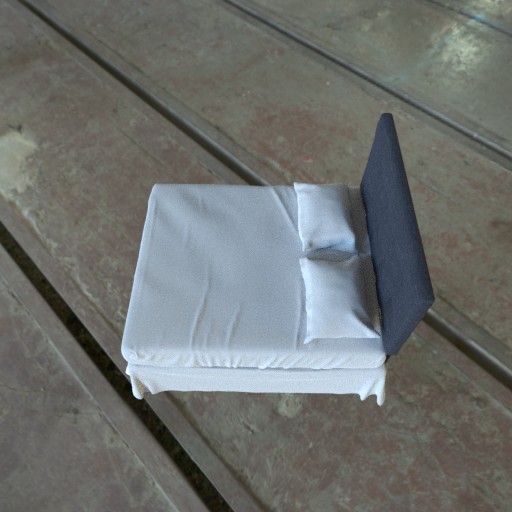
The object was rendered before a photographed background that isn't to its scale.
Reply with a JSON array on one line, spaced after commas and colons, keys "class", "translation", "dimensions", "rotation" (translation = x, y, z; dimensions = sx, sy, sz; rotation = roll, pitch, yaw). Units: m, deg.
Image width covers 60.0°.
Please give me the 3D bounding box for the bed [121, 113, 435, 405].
[{"class": "bed", "translation": [0.000, 0.000, 3.586], "dimensions": [2.222, 1.577, 1.936], "rotation": [1, 56, 1]}]
